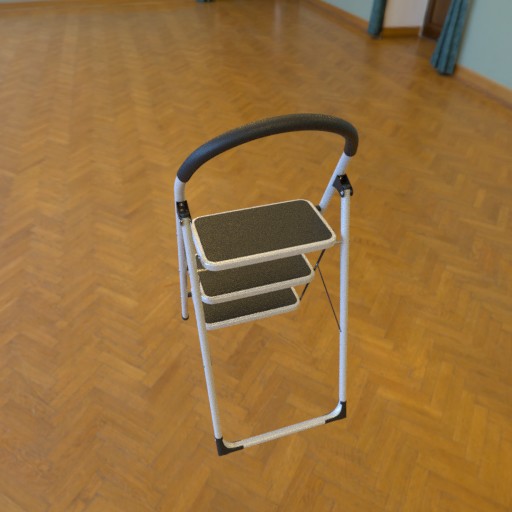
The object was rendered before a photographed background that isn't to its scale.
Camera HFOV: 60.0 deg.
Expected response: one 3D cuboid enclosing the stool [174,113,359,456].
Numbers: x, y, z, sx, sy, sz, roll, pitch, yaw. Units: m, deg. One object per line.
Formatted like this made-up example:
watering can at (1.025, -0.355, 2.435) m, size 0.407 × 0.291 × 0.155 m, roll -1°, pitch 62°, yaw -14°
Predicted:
stool at (0.000, 0.000, 1.435) m, size 0.485 × 1.109 × 0.676 m, roll -11°, pitch 41°, yaw -13°
